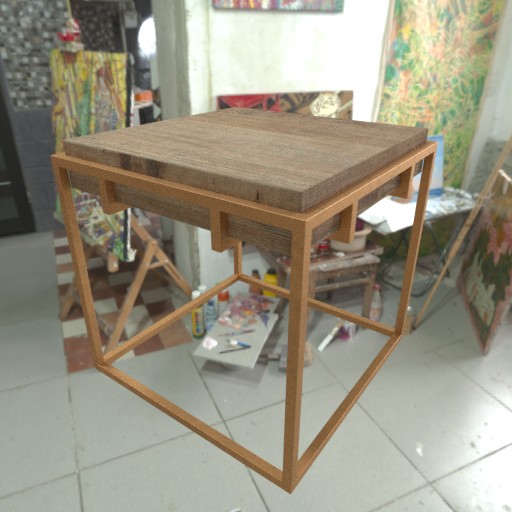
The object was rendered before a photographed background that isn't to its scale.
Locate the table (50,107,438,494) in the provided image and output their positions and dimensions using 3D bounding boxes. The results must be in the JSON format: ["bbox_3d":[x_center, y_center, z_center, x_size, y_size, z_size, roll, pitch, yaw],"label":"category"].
[{"bbox_3d":[0.000,0.000,1.077,0.599,0.584,0.599,18,32,32],"label":"table"}]
